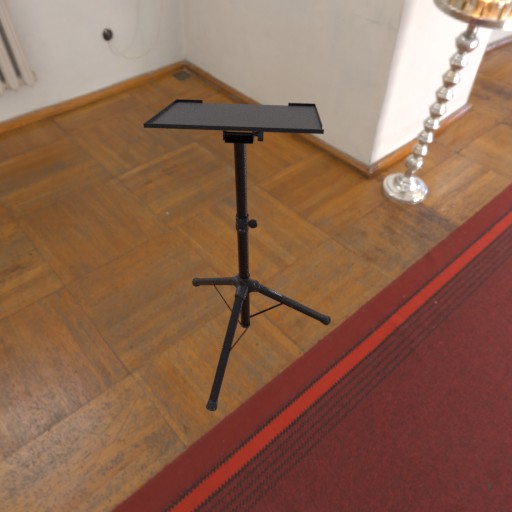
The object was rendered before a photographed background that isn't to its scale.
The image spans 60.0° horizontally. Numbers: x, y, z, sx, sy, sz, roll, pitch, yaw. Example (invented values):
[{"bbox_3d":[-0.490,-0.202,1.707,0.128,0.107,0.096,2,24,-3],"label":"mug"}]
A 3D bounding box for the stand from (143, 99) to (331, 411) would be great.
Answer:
[{"bbox_3d":[0.000,0.000,1.630,0.702,1.198,0.702,3,47,2],"label":"stand"}]
